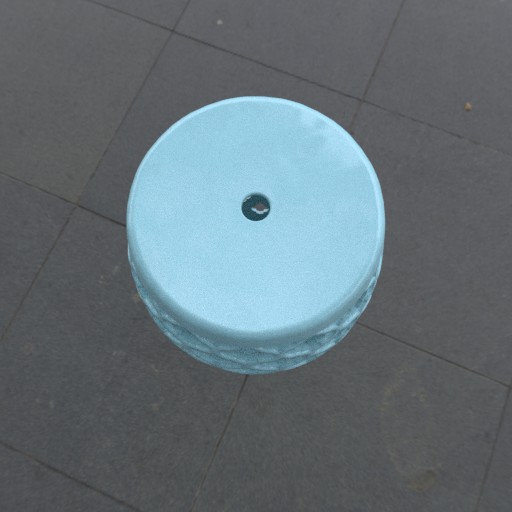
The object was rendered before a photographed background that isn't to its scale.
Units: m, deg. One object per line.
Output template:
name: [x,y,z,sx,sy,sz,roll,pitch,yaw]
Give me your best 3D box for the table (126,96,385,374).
table: [0.000,0.000,0.630,0.325,0.388,0.325,0,75,0]
